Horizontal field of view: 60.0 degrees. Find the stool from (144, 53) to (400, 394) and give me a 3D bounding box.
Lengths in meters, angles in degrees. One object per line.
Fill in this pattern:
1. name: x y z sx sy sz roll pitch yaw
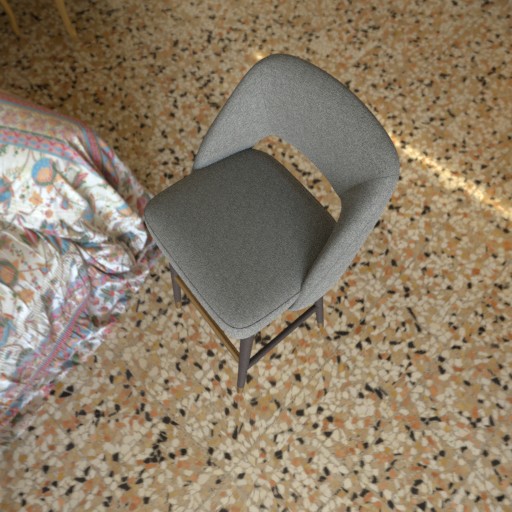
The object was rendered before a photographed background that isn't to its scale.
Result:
1. stool: 0.000 0.000 1.393 0.524 1.089 0.536 -35 69 -15
